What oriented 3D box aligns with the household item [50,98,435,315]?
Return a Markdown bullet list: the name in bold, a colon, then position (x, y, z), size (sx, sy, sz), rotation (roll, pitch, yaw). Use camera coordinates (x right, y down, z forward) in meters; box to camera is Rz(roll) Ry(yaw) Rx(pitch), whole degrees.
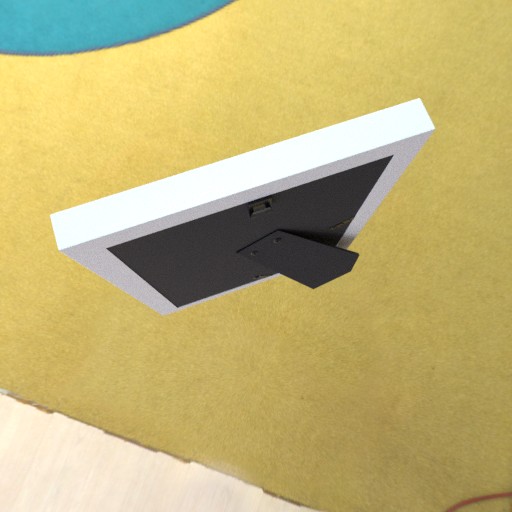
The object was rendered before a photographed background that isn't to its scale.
- **household item**: position (0.000, 0.000, 0.342), size (0.200, 0.250, 0.045), rotation (-19, 76, -5)
